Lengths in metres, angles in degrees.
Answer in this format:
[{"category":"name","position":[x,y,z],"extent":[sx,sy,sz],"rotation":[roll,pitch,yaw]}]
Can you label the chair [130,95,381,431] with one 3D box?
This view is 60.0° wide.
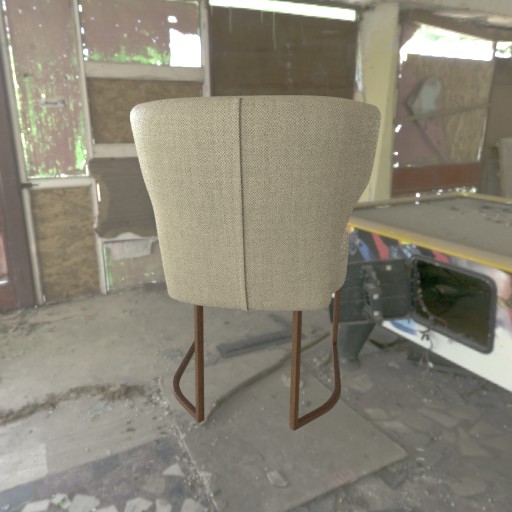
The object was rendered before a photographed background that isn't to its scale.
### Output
[{"category":"chair","position":[0.000,0.000,1.254],"extent":[0.611,0.824,0.617],"rotation":[2,16,7]}]
